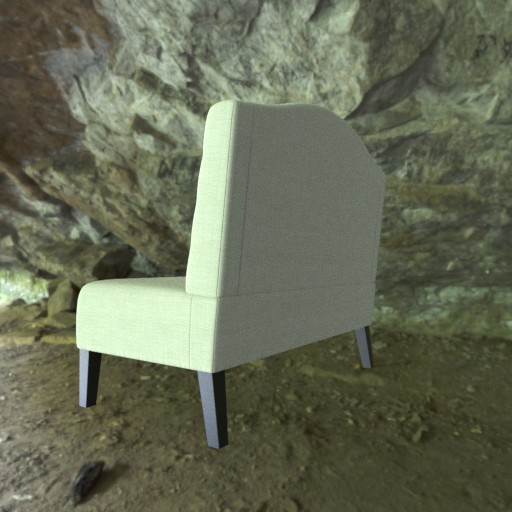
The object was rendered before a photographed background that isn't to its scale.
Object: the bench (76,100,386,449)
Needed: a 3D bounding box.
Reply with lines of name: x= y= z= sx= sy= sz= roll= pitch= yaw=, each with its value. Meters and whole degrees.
bench: x=0.000 y=0.000 z=2.044 sx=0.815 sy=1.180 sz=1.335 roll=-1 pitch=-1 yaw=35
